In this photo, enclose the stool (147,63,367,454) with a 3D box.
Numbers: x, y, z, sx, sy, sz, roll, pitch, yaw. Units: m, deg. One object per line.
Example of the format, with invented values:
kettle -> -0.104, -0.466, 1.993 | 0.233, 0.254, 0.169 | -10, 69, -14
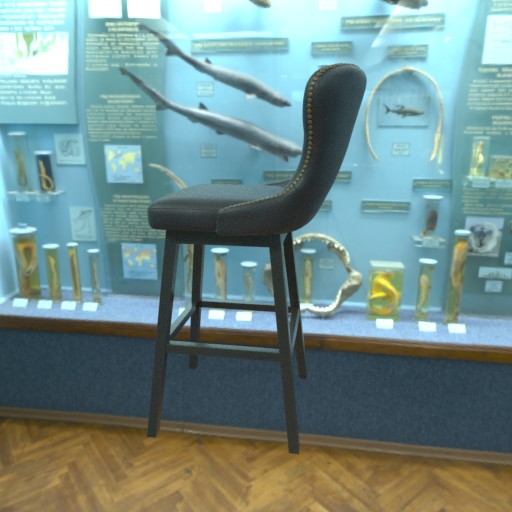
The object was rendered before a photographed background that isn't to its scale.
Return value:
stool -> 0.000, 0.000, 1.371 | 0.601, 1.050, 0.528 | 3, 16, 9
